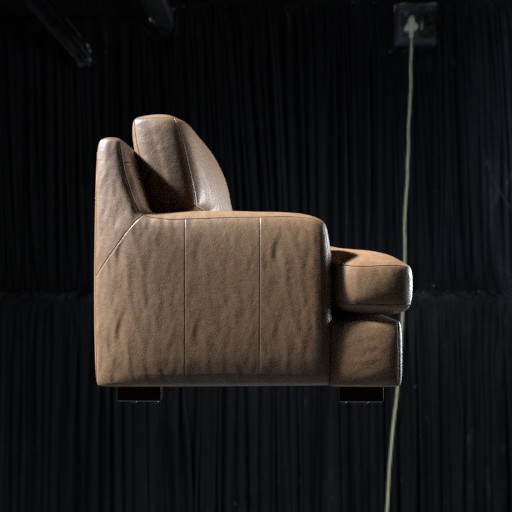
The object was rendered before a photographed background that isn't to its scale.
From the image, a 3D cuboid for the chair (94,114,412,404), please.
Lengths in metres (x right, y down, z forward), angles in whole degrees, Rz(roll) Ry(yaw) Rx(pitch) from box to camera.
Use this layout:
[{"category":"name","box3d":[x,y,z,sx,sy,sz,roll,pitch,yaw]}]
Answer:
[{"category":"chair","box3d":[0.000,0.000,1.995,1.050,0.978,1.276,0,-2,1]}]
